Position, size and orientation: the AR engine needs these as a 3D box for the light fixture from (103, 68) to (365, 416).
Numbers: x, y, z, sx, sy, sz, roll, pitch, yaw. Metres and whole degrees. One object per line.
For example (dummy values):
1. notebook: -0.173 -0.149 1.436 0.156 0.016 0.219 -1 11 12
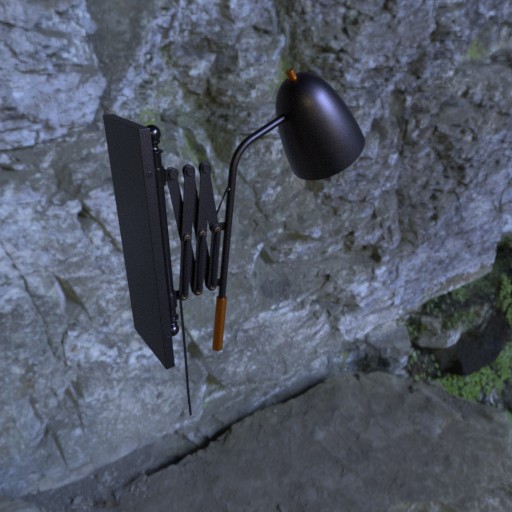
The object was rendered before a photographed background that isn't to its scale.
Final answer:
1. light fixture: 0.000 0.000 0.921 0.499 0.715 0.162 -17 31 -31
